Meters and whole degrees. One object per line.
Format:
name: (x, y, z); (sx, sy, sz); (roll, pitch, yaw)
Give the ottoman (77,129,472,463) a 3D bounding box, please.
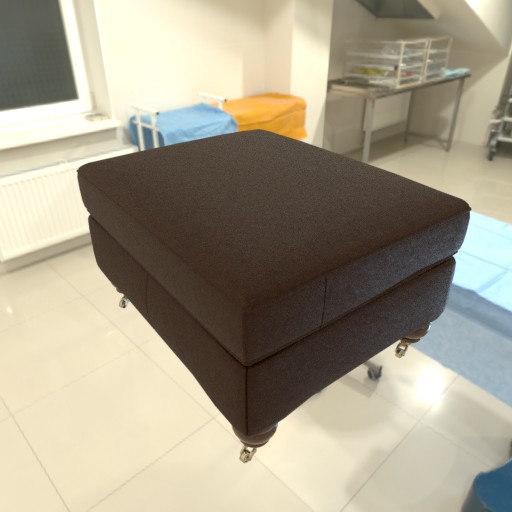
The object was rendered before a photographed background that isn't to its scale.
ottoman: (0.000, 0.000, 1.792); (0.967, 0.730, 1.187); (-21, 37, -31)
